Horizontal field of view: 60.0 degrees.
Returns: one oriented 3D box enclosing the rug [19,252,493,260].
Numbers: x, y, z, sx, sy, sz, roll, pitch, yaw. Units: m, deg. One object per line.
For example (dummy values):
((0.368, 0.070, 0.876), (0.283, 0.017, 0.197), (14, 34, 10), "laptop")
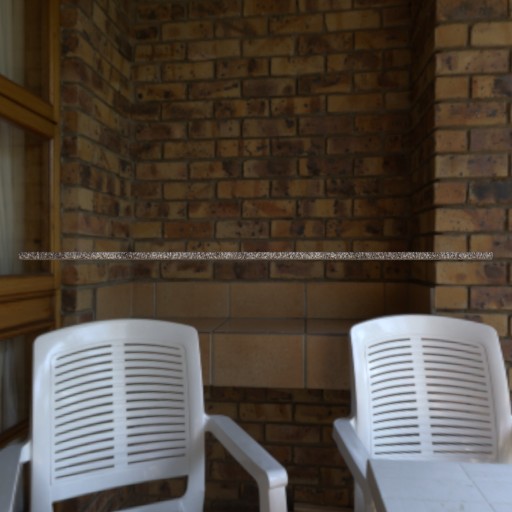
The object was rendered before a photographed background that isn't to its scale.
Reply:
((0.000, 0.000, 2.089), (1.601, 0.025, 1.198), (0, 0, 1), "rug")
